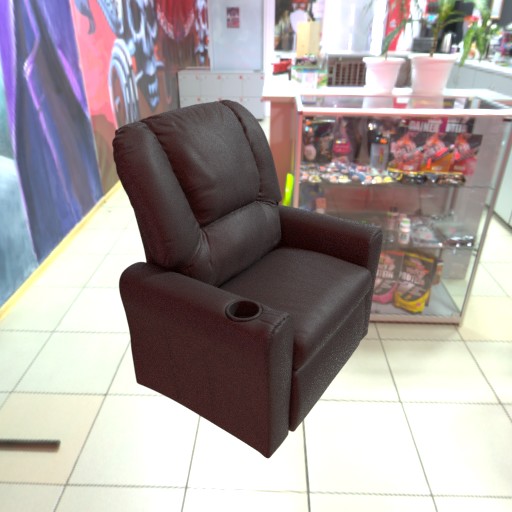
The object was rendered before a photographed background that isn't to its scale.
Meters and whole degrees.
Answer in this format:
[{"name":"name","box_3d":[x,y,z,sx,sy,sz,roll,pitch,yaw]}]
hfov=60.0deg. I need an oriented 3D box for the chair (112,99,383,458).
[{"name":"chair","box_3d":[0.000,0.000,1.157,0.521,0.709,0.610,18,33,30]}]
